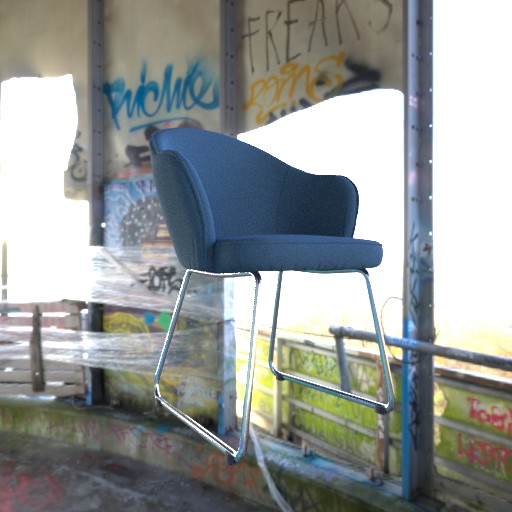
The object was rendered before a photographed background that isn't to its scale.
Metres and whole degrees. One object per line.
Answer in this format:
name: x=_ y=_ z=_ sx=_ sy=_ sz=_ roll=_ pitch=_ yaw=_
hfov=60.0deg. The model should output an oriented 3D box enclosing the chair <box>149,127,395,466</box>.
chair: x=0.000 y=0.000 z=1.208 sx=0.570 sy=0.815 sz=0.585 roll=0 pitch=0 yaw=-36
